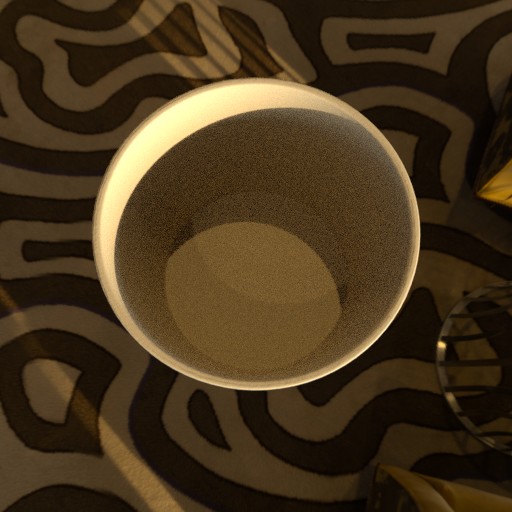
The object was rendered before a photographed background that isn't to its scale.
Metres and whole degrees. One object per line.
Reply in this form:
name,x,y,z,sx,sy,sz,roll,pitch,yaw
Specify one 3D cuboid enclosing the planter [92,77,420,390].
planter,0.000,0.000,0.397,0.221,0.201,0.221,0,76,0
